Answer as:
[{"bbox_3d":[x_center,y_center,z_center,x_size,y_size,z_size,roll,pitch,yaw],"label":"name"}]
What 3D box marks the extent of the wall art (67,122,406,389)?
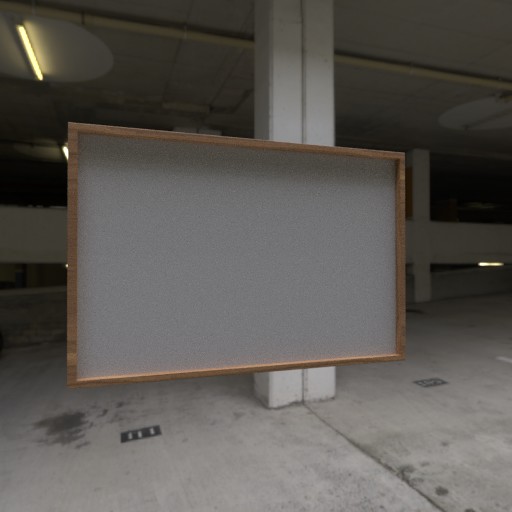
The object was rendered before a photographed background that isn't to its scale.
[{"bbox_3d":[0.000,0.000,0.771,0.604,0.402,0.018,0,-1,-18],"label":"wall art"}]
